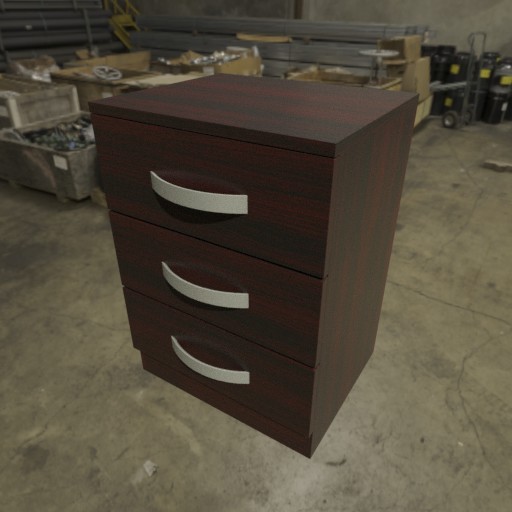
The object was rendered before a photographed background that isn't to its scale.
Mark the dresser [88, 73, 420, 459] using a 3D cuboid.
[{"bbox_3d":[0.000,0.000,0.822,0.400,0.560,0.360,18,35,28],"label":"dresser"}]
